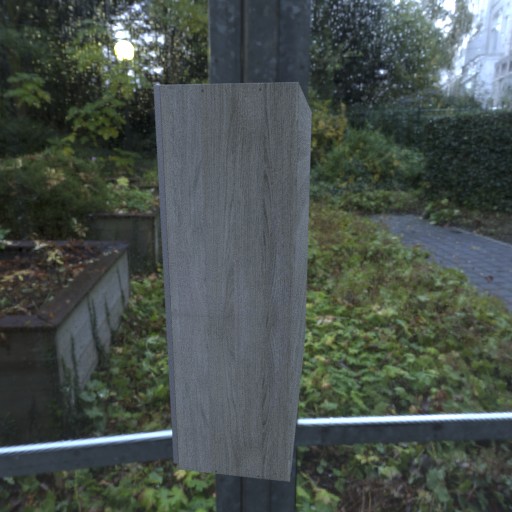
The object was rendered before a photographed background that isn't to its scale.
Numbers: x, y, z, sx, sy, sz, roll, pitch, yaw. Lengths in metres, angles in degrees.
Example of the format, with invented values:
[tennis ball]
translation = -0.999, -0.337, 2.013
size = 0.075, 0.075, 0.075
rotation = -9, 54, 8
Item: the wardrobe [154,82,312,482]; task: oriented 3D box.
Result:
[wardrobe]
translation = 0.000, 0.000, 2.968
size = 0.629, 1.960, 1.780
rotation = 2, 14, 8
